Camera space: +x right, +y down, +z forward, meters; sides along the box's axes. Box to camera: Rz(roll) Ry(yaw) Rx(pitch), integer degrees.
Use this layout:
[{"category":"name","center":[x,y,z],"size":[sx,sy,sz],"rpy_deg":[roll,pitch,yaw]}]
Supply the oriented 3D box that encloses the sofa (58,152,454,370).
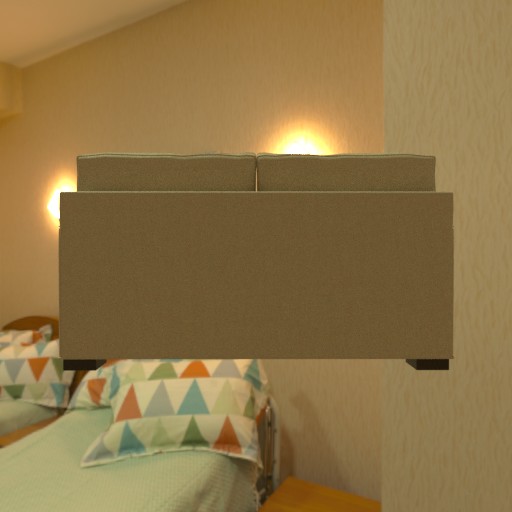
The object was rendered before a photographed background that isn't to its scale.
[{"category":"sofa","center":[0.000,0.000,2.115],"size":[1.484,0.853,0.942],"rpy_deg":[0,1,0]}]
